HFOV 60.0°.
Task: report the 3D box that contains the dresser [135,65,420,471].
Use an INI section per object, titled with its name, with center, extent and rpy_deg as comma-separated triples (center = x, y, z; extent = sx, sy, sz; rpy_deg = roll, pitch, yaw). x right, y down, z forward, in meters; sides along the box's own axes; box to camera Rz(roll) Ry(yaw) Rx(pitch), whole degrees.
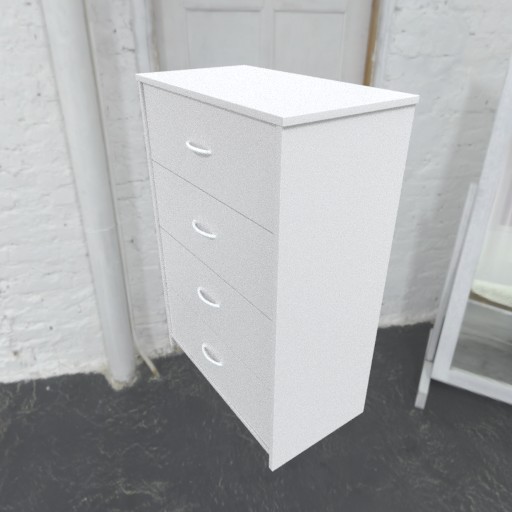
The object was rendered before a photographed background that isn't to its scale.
[dresser]
center = 0.000, 0.000, 1.392
extent = 0.401, 1.021, 0.704
rpy_deg = -19, 35, -30
